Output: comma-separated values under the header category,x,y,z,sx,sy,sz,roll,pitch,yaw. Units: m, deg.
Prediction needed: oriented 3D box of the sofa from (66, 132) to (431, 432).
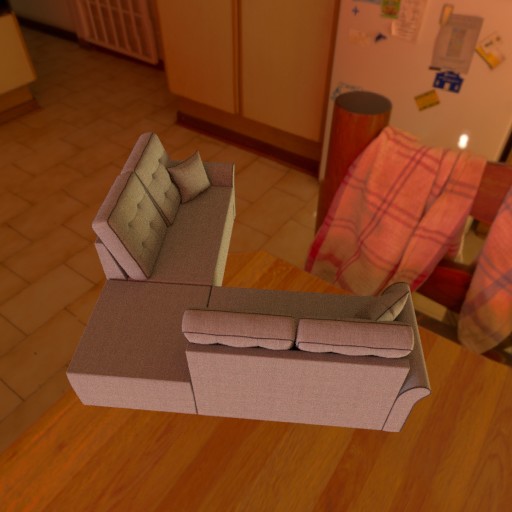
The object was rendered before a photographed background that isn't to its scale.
category,x,y,z,sx,sy,sz,roll,pitch,yaw
sofa,0.000,0.000,3.223,2.068,0.988,2.070,4,45,4
